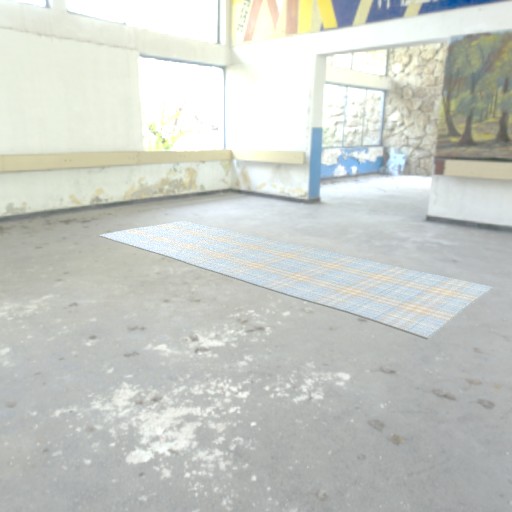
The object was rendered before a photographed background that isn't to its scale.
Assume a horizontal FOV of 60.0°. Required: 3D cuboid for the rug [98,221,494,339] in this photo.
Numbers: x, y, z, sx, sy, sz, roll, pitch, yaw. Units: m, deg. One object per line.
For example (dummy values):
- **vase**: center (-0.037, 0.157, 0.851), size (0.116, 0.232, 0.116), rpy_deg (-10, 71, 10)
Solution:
- **rug**: center (0.000, 0.000, 2.679), size (2.439, 0.013, 0.762), rpy_deg (14, 21, 42)
